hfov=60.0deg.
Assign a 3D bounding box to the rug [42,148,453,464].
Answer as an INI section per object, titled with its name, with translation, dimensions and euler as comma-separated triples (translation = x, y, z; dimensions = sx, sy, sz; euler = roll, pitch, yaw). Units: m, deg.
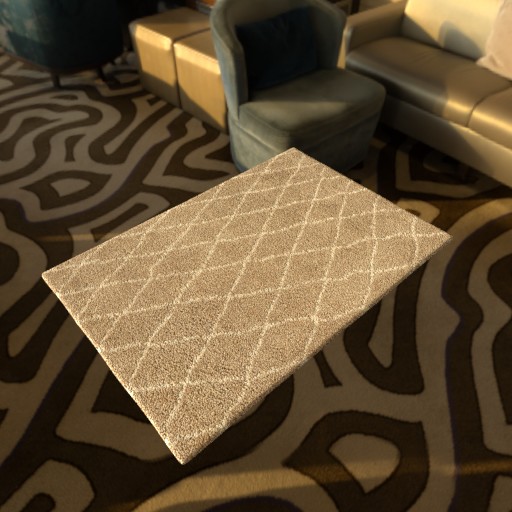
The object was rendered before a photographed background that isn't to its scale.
[rug]
translation = 0.000, 0.000, 2.300
dimensions = 1.778, 0.030, 1.219
euler = -32, 53, -28
